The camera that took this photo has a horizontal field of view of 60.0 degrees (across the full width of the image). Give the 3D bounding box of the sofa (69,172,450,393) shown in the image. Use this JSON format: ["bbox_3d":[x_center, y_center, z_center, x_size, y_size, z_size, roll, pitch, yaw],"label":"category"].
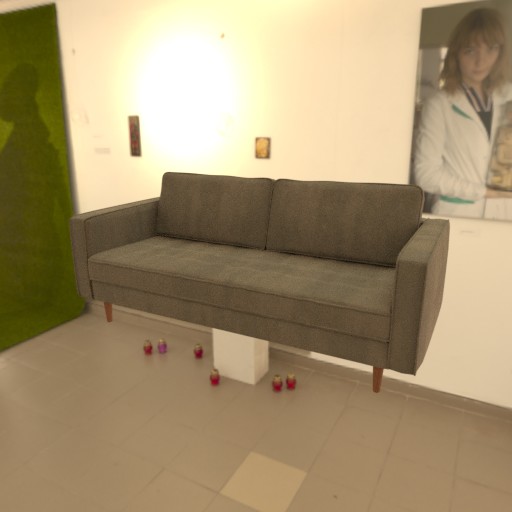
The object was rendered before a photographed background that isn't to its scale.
[{"bbox_3d":[0.000,0.000,2.471,1.920,0.825,0.924,8,18,27],"label":"sofa"}]
